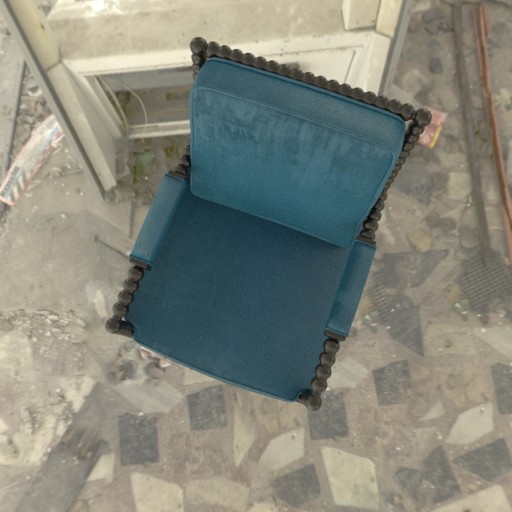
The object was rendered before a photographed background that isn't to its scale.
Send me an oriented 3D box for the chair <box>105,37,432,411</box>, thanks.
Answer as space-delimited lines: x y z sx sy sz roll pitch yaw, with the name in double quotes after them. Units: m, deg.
0.000 0.000 1.419 0.688 0.857 0.805 20 77 5 "chair"
